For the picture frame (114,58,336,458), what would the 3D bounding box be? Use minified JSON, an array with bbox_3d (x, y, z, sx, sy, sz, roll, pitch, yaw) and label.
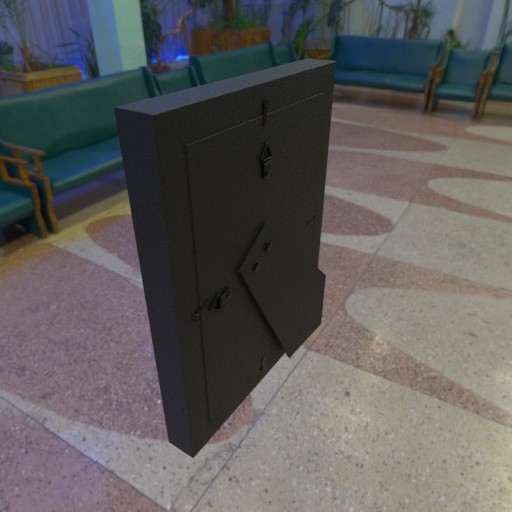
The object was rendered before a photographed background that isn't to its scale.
[{"bbox_3d":[0.000,0.000,0.277,0.028,0.208,0.157,20,37,28],"label":"picture frame"}]
